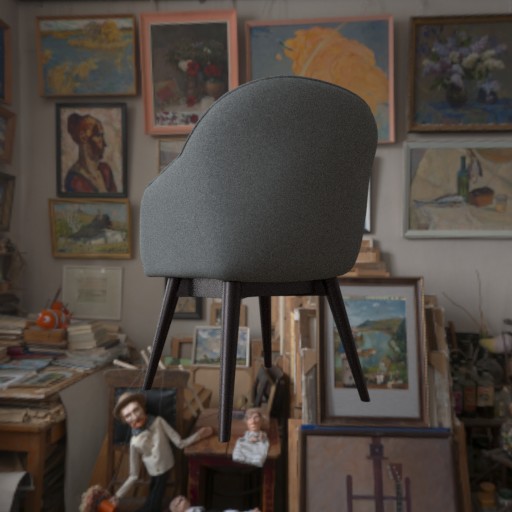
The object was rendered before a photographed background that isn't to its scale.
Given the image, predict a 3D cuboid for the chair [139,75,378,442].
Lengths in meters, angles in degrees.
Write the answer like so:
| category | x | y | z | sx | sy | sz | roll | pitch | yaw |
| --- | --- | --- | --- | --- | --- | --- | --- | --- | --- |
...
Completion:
| category | x | y | z | sx | sy | sz | roll | pitch | yaw |
| --- | --- | --- | --- | --- | --- | --- | --- | --- | --- |
| chair | 0.000 | 0.000 | 1.276 | 0.589 | 0.810 | 0.611 | 0 | 0 | -35 |
